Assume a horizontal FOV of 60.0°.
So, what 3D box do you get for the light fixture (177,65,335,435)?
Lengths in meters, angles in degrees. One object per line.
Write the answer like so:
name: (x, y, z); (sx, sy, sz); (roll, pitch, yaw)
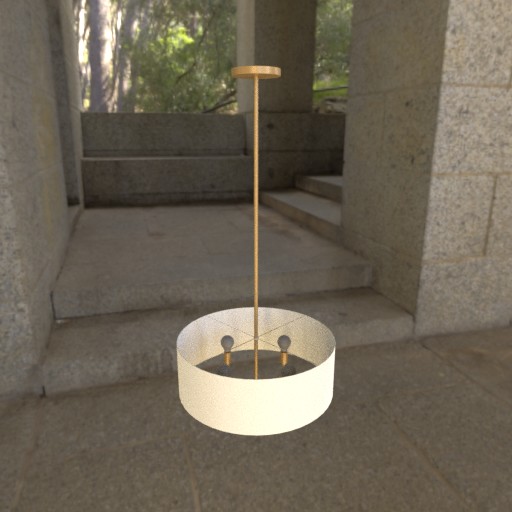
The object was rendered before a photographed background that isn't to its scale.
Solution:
light fixture: (0.000, 0.000, 1.362); (0.508, 1.067, 0.508); (0, 16, 0)
